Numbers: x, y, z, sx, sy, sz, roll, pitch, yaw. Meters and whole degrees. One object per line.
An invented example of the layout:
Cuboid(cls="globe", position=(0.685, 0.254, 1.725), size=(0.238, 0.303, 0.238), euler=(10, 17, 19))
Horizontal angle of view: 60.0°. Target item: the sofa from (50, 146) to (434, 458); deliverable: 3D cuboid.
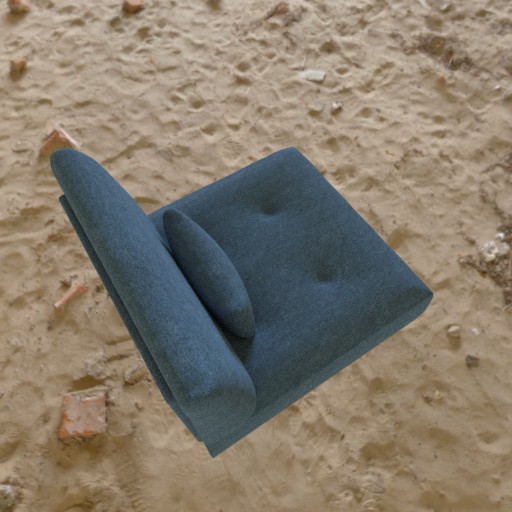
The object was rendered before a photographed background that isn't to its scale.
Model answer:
Cuboid(cls="sofa", position=(0.000, 0.000, 1.619), size=(1.000, 0.820, 0.930), euler=(-29, 64, -16))
